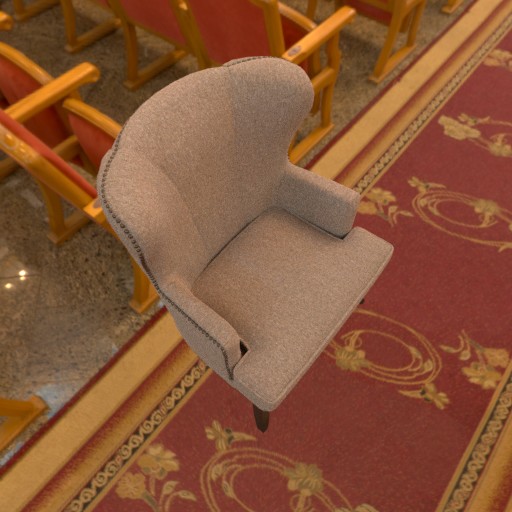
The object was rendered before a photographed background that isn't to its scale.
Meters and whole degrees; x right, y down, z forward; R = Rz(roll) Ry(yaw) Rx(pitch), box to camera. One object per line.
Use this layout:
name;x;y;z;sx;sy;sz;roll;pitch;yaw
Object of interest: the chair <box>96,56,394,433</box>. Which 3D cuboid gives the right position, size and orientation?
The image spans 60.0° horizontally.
chair;0.000;0.000;1.588;0.758;1.060;0.759;35;65;19
